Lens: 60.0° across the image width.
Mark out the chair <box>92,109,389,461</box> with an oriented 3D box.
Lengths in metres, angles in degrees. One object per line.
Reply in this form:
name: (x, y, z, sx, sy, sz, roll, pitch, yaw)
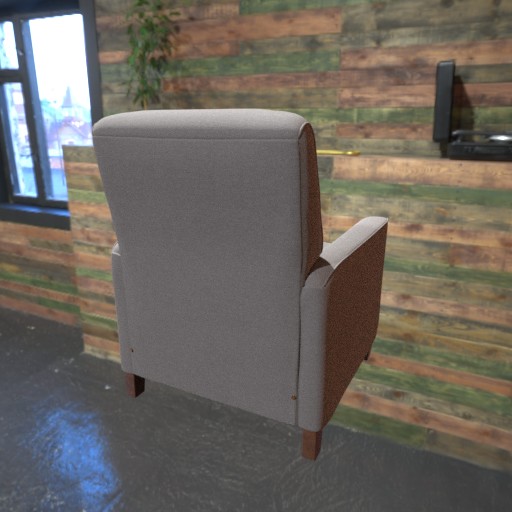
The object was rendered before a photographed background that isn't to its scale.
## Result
chair: (0.000, 0.000, 1.656, 0.845, 1.023, 0.859, 8, 19, 26)
